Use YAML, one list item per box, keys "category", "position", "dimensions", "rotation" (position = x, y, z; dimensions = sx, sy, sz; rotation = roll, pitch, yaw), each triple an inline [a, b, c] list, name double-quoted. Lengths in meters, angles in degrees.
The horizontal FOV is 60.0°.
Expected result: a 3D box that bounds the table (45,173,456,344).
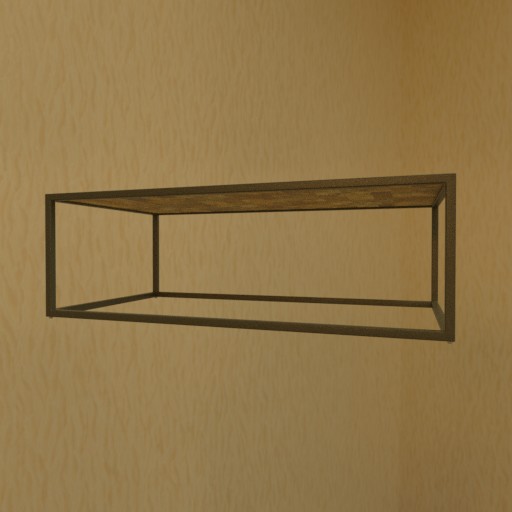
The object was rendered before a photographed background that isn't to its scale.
- category: "table"
  position: [0.000, 0.000, 1.526]
  dimensions: [1.199, 0.398, 0.649]
  rotation: [0, 1, 19]
